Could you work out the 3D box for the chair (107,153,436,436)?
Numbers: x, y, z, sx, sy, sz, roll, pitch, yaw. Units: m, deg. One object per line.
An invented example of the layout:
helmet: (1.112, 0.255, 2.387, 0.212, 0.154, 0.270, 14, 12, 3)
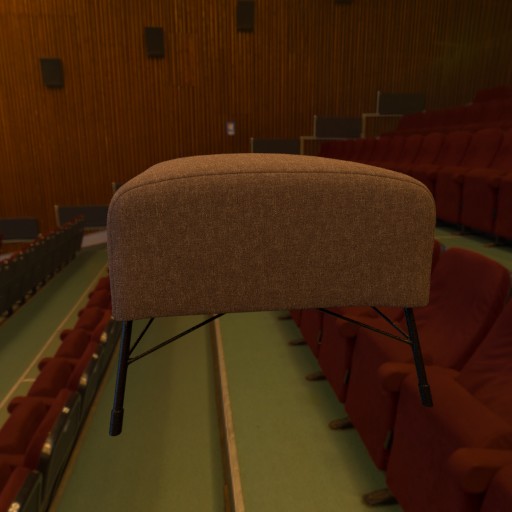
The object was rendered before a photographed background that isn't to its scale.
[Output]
chair: (0.000, 0.000, 0.910, 0.530, 0.410, 0.530, -2, 14, -8)
